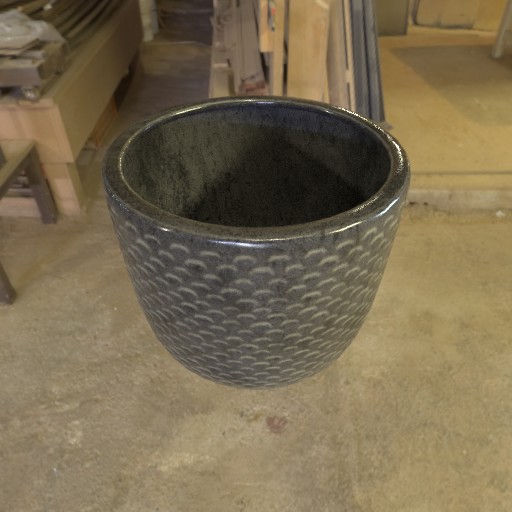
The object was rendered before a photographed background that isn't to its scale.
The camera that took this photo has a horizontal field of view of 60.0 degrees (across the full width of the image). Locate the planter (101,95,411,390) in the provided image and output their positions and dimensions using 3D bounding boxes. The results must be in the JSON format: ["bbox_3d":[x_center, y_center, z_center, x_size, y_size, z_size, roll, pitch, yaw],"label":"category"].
[{"bbox_3d":[0.000,0.000,0.244,0.140,0.129,0.140,0,40,0],"label":"planter"}]
